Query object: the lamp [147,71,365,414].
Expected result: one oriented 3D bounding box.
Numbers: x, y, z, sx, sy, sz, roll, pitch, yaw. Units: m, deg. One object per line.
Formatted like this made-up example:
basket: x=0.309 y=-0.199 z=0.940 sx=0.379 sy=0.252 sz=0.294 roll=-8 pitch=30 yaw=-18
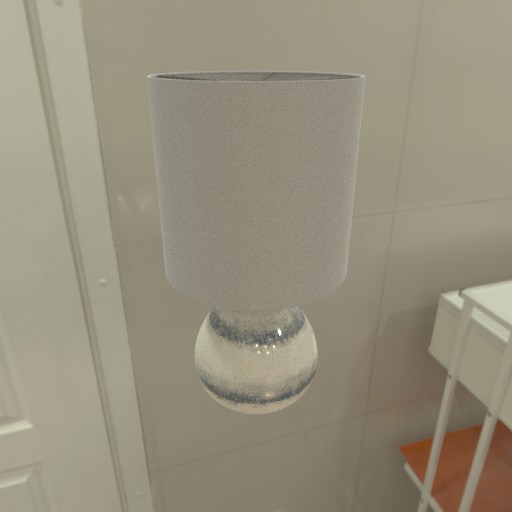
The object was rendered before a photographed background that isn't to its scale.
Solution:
lamp: x=0.000 y=0.000 z=0.533 sx=0.216 sy=0.404 sz=0.216 roll=-8 pitch=26 yaw=-17
